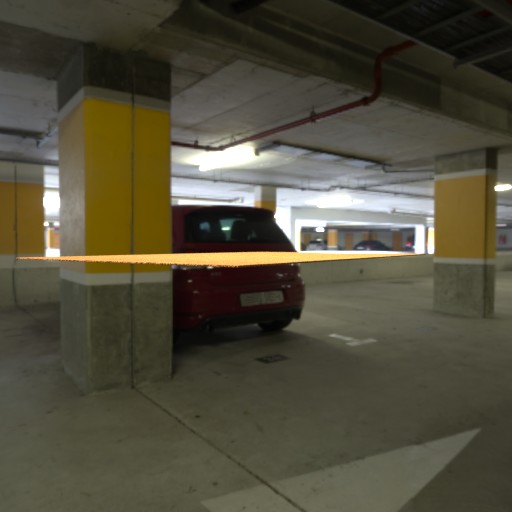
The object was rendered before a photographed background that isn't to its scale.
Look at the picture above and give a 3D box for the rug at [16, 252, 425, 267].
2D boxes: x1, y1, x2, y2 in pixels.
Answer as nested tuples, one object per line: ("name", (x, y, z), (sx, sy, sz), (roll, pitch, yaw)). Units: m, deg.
("rug", (0.000, 0.000, 2.166), (1.143, 0.006, 1.747), (1, 2, 36))
